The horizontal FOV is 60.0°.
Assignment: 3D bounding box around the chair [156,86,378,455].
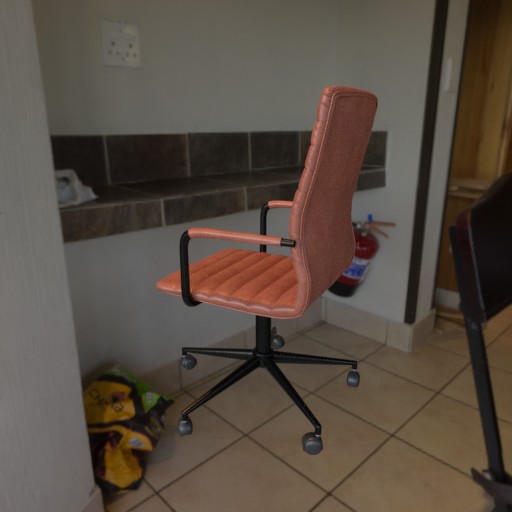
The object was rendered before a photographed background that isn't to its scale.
[{"bbox_3d":[0.000,0.000,1.270,0.578,0.878,0.600,8,18,26],"label":"chair"}]
